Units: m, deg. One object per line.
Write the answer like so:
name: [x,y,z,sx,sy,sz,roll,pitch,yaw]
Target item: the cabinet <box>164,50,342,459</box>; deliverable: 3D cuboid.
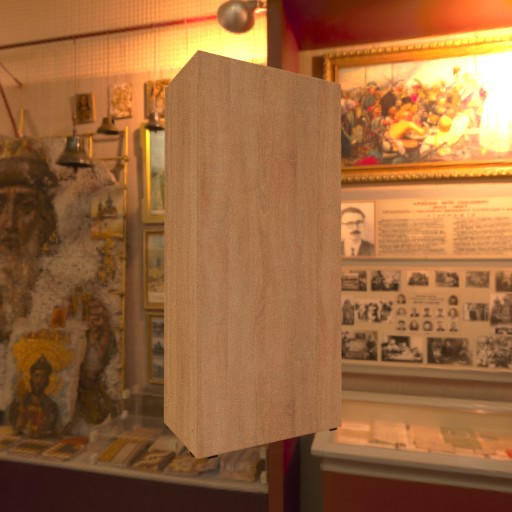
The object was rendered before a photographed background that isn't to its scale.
cabinet: [0.000,0.000,2.881,1.094,2.120,1.327,0,-1,17]
